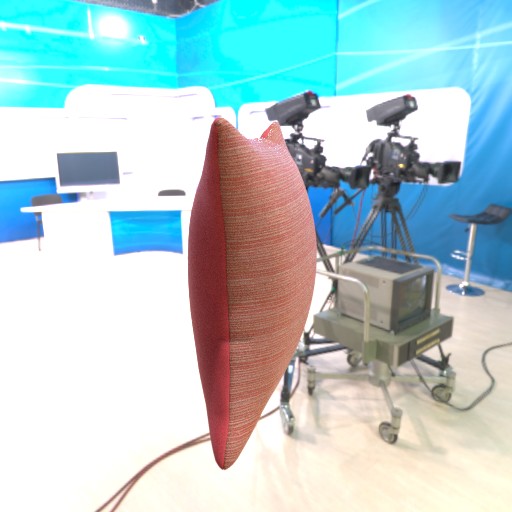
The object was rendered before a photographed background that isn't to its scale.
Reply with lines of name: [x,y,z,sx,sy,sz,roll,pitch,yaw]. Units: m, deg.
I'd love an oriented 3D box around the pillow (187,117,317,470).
pillow: [0.000,0.000,0.843,0.229,0.501,0.559,3,16,9]
